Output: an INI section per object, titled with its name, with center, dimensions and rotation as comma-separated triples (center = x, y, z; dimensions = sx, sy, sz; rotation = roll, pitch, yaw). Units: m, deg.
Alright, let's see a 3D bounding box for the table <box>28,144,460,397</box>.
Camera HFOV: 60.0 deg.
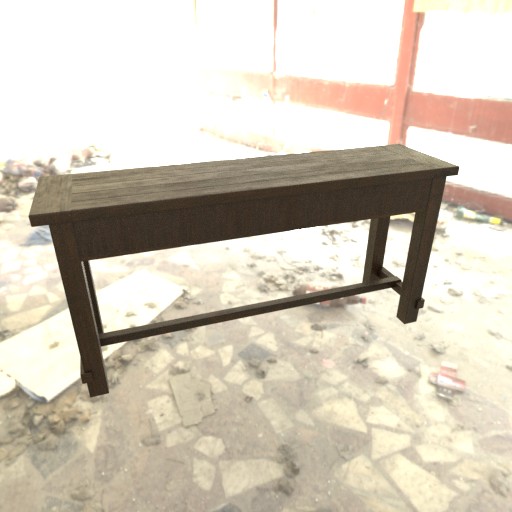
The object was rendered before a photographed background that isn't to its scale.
[table]
center = 0.000, 0.000, 1.919
dimensions = 1.599, 0.762, 0.442
rotation = -9, 29, -17
